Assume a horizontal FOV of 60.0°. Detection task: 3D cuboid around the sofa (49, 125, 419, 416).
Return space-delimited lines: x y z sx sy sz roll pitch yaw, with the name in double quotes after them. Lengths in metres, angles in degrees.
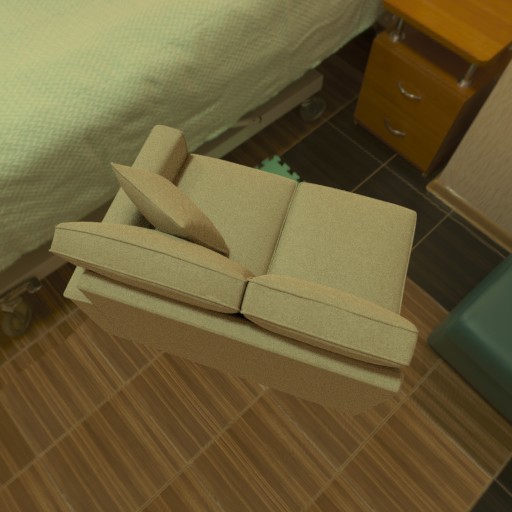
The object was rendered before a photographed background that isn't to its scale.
0.000 0.000 2.075 1.388 0.989 0.991 17 65 8 "sofa"
